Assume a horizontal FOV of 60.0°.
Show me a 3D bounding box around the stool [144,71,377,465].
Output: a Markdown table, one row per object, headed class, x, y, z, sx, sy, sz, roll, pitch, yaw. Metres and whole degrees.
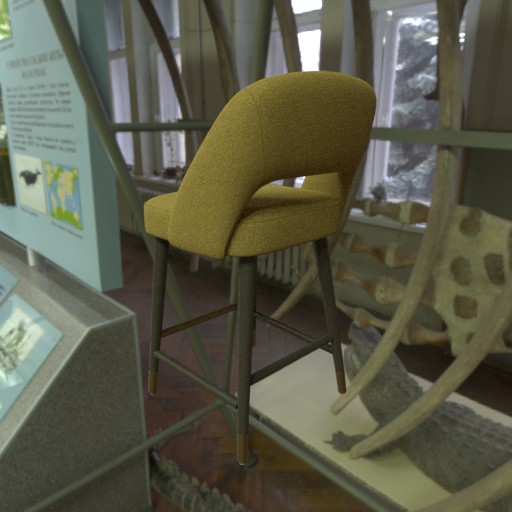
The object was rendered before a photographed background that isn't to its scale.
| class | x | y | z | sx | sy | sz | roll | pitch | yaw |
| --- | --- | --- | --- | --- | --- | --- | --- | --- | --- |
| stool | 0.000 | 0.000 | 1.260 | 0.536 | 0.939 | 0.522 | -16 | 23 | -42 |
